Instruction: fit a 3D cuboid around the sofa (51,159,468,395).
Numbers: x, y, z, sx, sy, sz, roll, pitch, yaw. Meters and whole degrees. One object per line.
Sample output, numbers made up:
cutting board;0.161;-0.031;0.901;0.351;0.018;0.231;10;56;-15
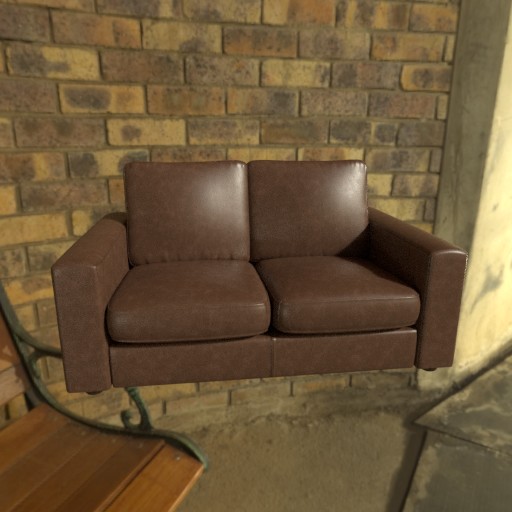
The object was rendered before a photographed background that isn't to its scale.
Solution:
sofa;0.000;0.000;2.156;1.616;0.873;1.016;-2;16;-7
